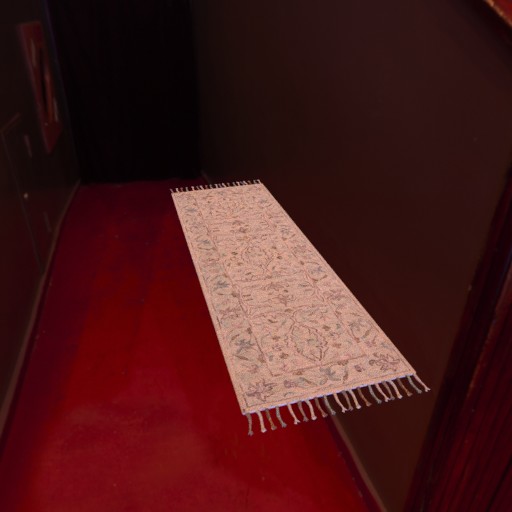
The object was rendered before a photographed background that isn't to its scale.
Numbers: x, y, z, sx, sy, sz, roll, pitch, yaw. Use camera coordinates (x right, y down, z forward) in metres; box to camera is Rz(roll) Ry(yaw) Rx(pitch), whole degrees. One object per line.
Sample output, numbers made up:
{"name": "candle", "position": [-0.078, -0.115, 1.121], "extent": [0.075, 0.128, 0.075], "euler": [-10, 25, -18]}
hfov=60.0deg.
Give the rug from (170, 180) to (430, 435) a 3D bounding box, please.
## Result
{"name": "rug", "position": [0.000, 0.000, 2.711], "extent": [0.769, 0.013, 2.440], "euler": [-8, 32, -14]}
